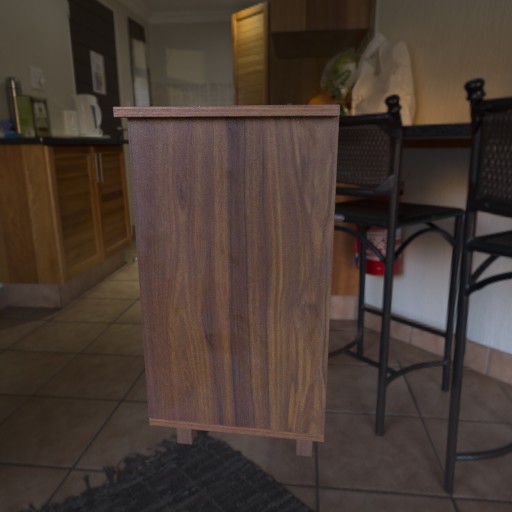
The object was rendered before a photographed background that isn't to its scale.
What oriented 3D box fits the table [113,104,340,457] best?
[{"bbox_3d":[0.000,0.000,1.205,0.390,0.725,0.802,2,15,8],"label":"table"}]
